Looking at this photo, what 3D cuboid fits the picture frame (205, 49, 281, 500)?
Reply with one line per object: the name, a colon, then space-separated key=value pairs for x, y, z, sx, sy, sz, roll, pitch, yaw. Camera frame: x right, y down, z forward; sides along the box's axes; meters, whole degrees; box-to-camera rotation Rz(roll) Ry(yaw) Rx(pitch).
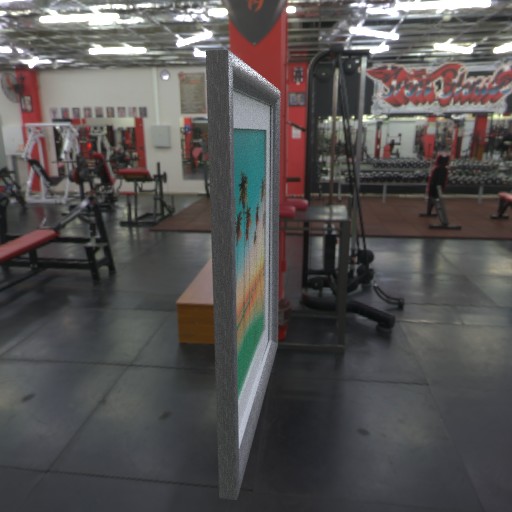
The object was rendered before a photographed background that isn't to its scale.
picture frame: x=0.000 y=0.000 z=0.741 sx=0.029 sy=0.559 sz=0.454 roll=3 pitch=16 yaw=9
